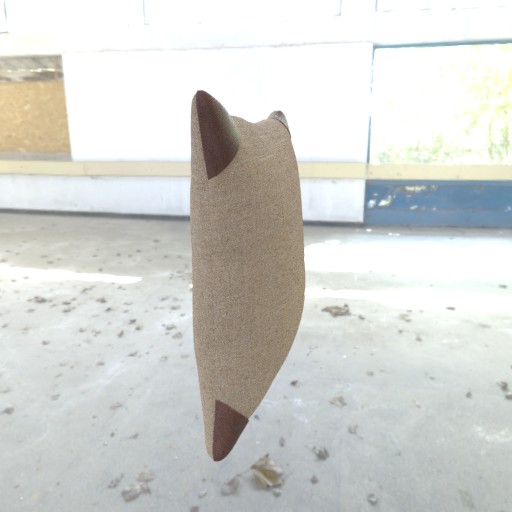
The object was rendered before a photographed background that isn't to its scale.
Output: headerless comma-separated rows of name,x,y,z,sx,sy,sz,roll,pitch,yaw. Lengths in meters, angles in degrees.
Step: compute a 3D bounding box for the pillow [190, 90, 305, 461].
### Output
pillow,0.000,0.000,0.685,0.147,0.448,0.437,3,16,12
